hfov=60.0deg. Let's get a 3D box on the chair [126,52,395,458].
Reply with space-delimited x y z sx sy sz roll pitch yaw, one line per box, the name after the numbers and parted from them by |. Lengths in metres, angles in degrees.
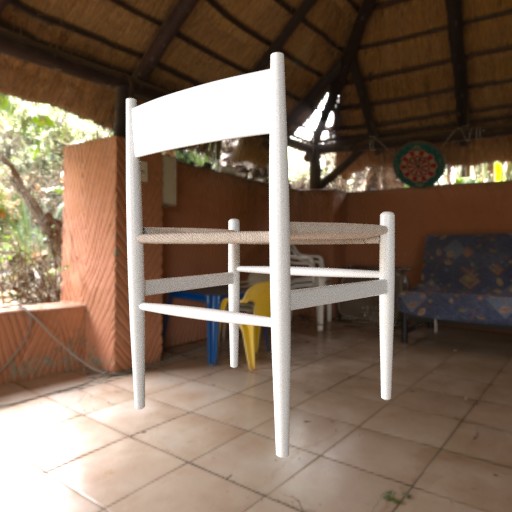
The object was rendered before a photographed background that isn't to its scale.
0.000 0.000 1.133 0.556 0.762 0.495 1 2 36 | chair
